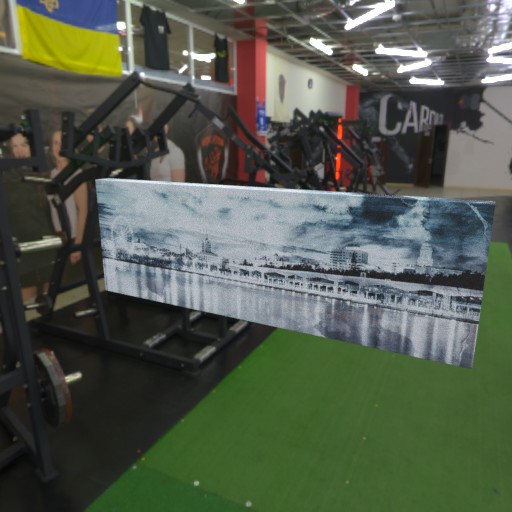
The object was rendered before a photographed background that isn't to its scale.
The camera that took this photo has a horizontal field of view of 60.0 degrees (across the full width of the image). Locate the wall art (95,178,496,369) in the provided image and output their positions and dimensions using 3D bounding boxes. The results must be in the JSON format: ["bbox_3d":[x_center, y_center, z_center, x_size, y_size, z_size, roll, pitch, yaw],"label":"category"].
[{"bbox_3d":[0.000,0.000,0.825,0.759,0.251,0.037,8,17,27],"label":"wall art"}]
